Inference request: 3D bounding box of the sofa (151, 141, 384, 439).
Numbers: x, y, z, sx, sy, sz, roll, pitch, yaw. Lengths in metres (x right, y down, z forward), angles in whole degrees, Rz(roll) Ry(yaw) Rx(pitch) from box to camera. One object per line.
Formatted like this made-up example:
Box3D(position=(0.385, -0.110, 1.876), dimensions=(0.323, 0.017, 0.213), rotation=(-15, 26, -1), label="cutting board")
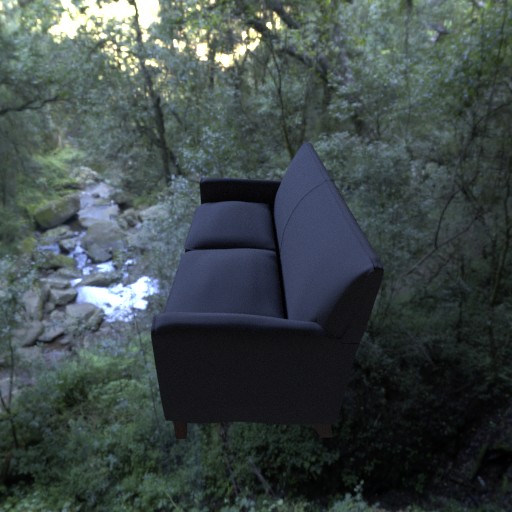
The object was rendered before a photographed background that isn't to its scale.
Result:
Box3D(position=(0.000, 0.000, 2.560), dimensions=(0.843, 0.907, 2.002), rotation=(0, 26, -1), label="sofa")
